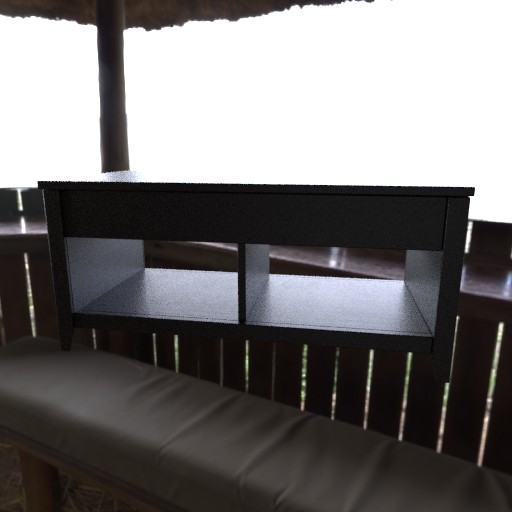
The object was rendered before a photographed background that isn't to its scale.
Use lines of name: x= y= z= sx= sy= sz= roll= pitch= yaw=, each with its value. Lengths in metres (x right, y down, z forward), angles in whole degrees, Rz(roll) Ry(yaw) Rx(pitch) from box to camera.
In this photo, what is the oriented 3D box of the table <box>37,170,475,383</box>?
table: x=0.000 y=0.000 z=1.295 sx=1.016 sy=0.457 sz=0.483 roll=2 pitch=14 yaw=10
